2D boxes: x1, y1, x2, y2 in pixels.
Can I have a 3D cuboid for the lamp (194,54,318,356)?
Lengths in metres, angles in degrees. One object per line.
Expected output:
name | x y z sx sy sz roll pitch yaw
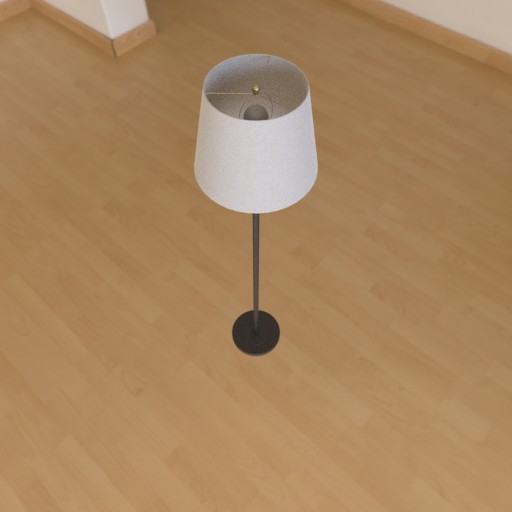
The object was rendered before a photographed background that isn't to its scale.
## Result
lamp | 0.000 0.000 1.651 0.348 1.473 0.348 14 58 9
